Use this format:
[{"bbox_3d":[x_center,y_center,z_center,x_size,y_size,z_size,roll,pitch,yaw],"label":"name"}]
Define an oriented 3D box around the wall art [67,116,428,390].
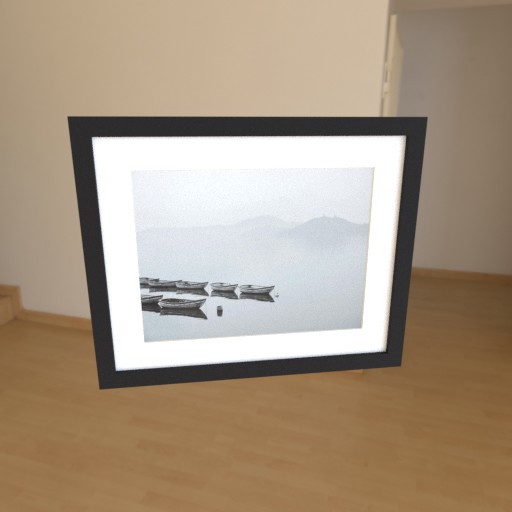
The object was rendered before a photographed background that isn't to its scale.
[{"bbox_3d":[0.000,0.000,0.757,0.554,0.454,0.030,-2,17,-8],"label":"wall art"}]
